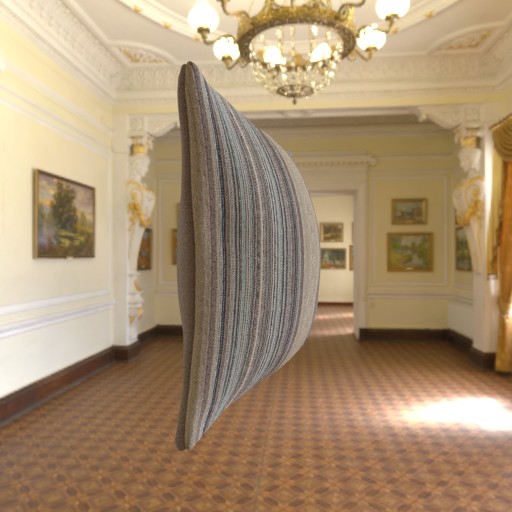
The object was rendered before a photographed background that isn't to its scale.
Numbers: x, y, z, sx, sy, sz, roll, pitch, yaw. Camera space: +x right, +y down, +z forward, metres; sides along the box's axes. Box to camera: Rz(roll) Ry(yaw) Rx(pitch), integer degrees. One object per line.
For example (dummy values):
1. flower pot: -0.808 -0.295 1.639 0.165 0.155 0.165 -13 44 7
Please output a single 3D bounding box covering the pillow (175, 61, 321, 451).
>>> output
1. pillow: 0.000 0.000 0.669 0.189 0.416 0.435 0 0 18
